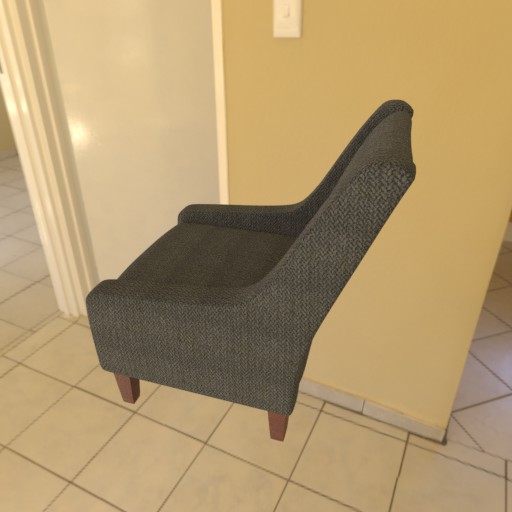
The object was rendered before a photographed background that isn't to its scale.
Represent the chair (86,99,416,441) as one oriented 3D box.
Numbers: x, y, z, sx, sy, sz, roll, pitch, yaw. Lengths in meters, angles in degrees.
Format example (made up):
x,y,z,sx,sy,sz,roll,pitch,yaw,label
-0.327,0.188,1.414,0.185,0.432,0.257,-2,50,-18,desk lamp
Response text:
x,y,z,sx,sy,sz,roll,pitch,yaw,label
0.000,0.000,1.612,0.944,1.012,0.793,8,30,15,chair
